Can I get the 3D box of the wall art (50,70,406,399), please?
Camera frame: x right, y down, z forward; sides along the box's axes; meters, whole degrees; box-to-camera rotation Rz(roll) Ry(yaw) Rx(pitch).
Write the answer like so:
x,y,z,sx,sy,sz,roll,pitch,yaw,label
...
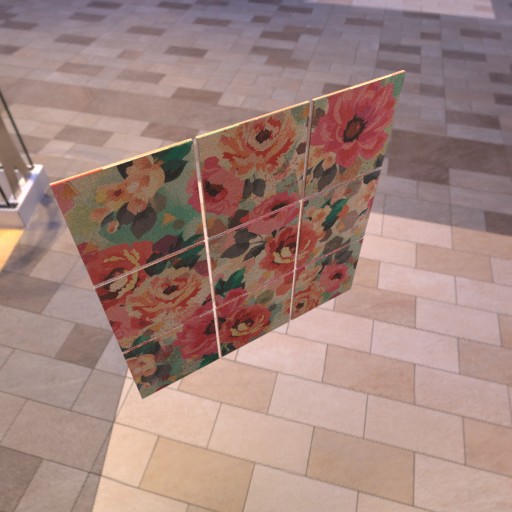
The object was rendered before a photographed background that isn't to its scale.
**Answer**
x,y,z,sx,sy,sz,roll,pitch,yaw,label
0.000,0.000,1.779,1.216,1.220,0.013,-24,52,-21,wall art
